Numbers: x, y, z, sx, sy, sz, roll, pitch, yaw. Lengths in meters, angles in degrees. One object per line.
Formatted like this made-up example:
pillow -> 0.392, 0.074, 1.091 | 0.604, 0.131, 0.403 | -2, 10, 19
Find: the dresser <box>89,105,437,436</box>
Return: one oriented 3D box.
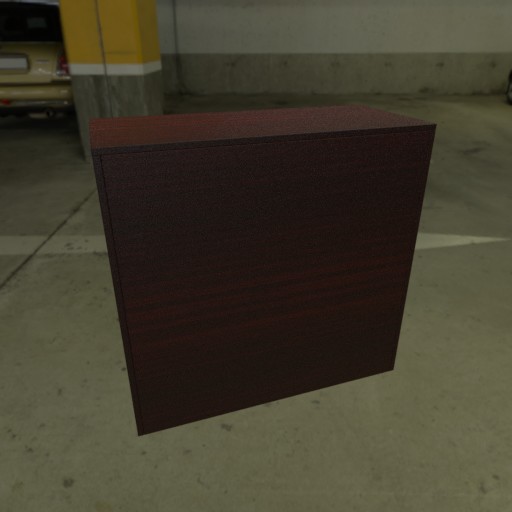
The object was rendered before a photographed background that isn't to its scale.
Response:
dresser -> 0.000, 0.000, 1.213 | 0.750, 0.720, 0.360 | -9, 28, -17
